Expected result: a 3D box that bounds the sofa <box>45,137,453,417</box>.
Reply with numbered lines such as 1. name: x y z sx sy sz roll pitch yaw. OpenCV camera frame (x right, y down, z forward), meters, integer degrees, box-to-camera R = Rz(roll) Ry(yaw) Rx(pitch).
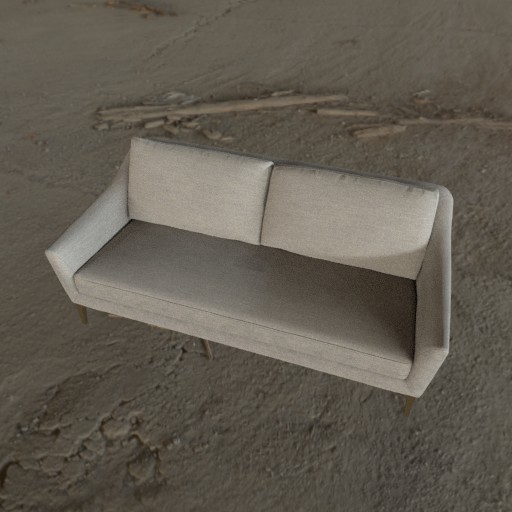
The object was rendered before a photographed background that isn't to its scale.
1. sofa: 0.000 0.000 2.520 2.036 0.913 0.980 13 43 14
